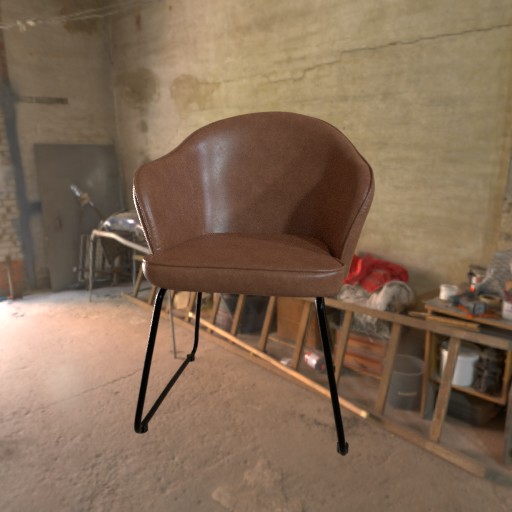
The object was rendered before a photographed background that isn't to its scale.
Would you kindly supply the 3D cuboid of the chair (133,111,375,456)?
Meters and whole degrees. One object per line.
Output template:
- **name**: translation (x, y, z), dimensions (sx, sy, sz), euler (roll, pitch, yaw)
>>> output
- **chair**: translation (0.000, 0.000, 1.198), dimensions (0.582, 0.785, 0.580), euler (2, 14, 8)
